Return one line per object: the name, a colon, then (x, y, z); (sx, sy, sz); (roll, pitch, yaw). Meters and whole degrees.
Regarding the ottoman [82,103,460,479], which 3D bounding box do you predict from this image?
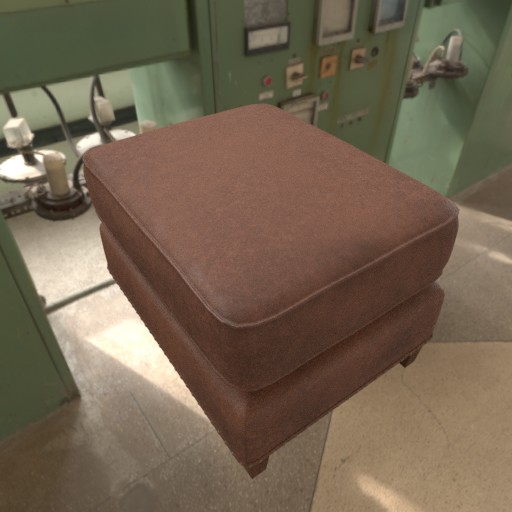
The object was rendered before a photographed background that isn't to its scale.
ottoman: (0.000, 0.000, 1.109); (0.589, 0.537, 0.738); (-25, 46, -26)
